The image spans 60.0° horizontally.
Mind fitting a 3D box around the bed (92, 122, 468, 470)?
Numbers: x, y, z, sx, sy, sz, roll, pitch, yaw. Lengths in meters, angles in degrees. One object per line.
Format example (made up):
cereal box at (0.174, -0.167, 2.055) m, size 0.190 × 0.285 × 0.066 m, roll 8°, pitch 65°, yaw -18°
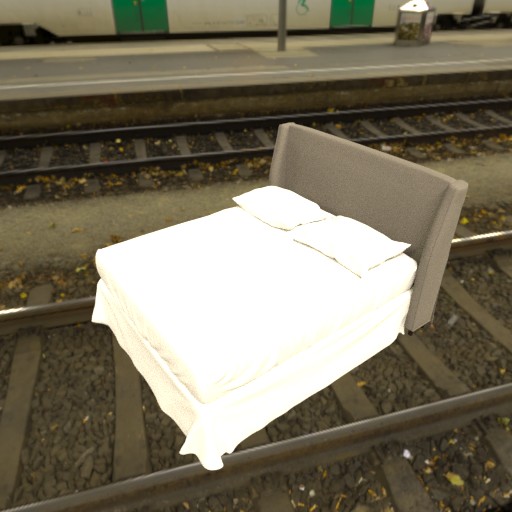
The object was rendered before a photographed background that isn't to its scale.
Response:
bed at (0.000, 0.000, 3.458) m, size 2.276 × 1.332 × 1.925 m, roll -22°, pitch 38°, yaw -30°
